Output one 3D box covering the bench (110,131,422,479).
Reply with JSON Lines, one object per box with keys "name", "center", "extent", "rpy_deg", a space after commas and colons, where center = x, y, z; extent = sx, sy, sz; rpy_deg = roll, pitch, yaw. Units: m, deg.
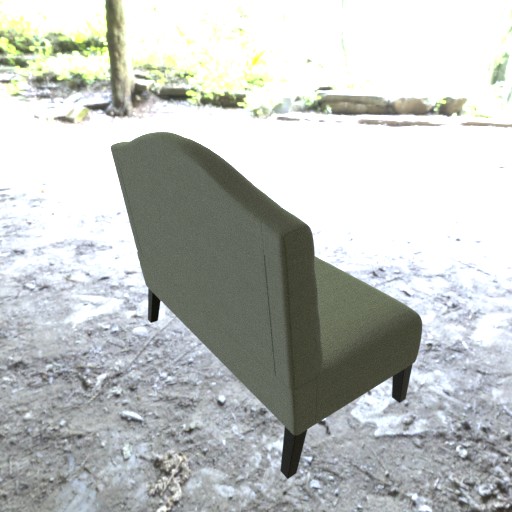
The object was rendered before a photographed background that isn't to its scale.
{"name": "bench", "center": [0.000, 0.000, 2.051], "extent": [0.815, 1.180, 1.335], "rpy_deg": [-18, 32, -32]}
